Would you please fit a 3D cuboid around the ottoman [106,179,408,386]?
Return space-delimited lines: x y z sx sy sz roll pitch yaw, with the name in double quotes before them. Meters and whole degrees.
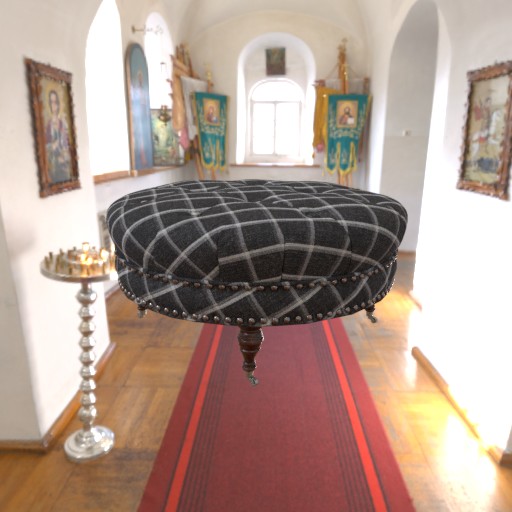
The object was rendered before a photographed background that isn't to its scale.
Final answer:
"ottoman" 0.000 0.000 1.411 0.901 0.439 0.901 0 16 0
